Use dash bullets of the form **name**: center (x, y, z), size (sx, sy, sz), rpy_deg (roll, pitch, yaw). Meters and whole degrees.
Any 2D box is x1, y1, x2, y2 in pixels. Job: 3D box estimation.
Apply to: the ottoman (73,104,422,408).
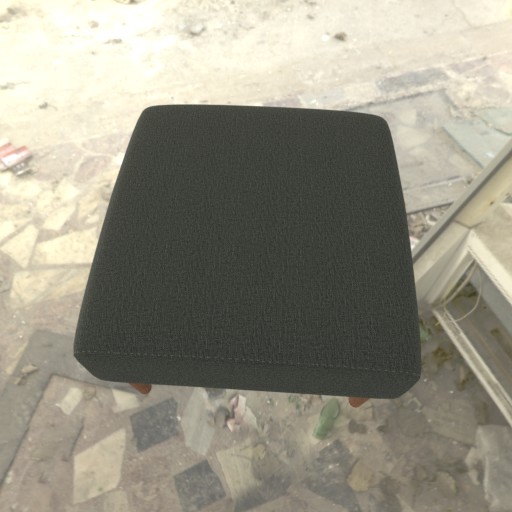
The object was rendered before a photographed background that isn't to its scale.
- **ottoman**: center (0.000, 0.000, 1.064), size (0.649, 0.398, 0.650), rpy_deg (3, 58, 2)
